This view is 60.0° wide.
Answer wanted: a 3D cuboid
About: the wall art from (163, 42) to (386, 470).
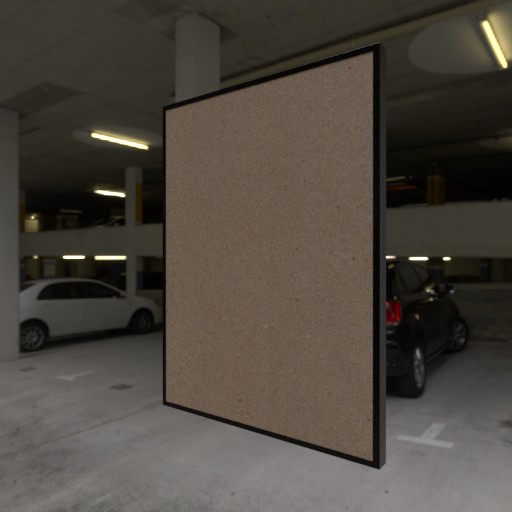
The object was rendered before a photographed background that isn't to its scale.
[{"bbox_3d":[0.000,0.000,1.337,0.788,1.046,0.043,0,0,37],"label":"wall art"}]
